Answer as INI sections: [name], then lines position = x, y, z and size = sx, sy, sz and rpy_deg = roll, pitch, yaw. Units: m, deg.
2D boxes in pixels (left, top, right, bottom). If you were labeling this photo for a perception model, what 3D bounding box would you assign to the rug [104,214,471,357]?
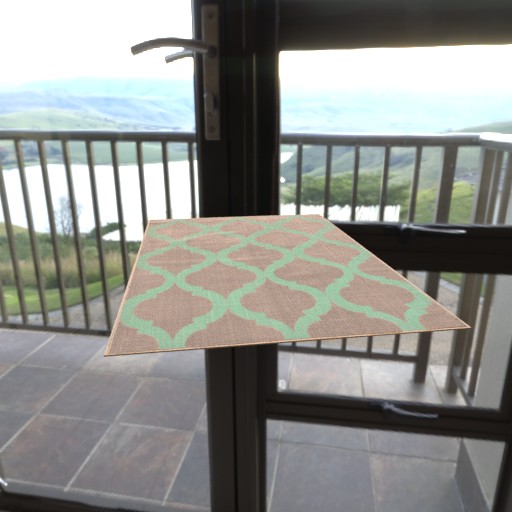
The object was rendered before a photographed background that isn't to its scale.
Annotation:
[rug]
position = 0.000, 0.000, 2.872
size = 1.524, 0.006, 2.286
rpy_deg = -3, 18, -8
